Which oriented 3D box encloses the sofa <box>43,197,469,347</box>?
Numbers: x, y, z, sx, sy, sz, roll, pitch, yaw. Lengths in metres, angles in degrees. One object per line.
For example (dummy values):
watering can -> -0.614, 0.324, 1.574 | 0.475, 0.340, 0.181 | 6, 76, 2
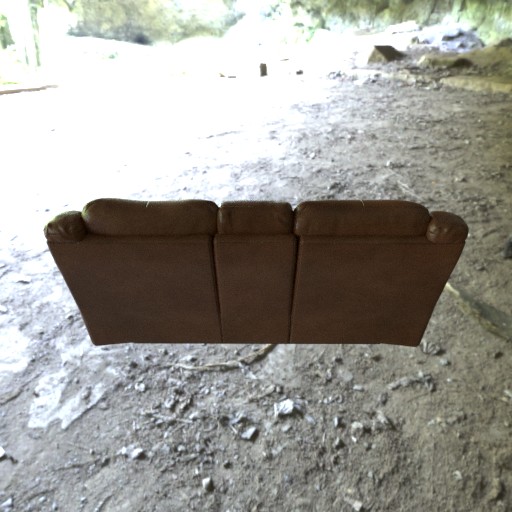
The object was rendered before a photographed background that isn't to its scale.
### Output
sofa -> 0.000, 0.000, 2.622 | 2.058, 1.043, 0.991 | 0, 31, 0
